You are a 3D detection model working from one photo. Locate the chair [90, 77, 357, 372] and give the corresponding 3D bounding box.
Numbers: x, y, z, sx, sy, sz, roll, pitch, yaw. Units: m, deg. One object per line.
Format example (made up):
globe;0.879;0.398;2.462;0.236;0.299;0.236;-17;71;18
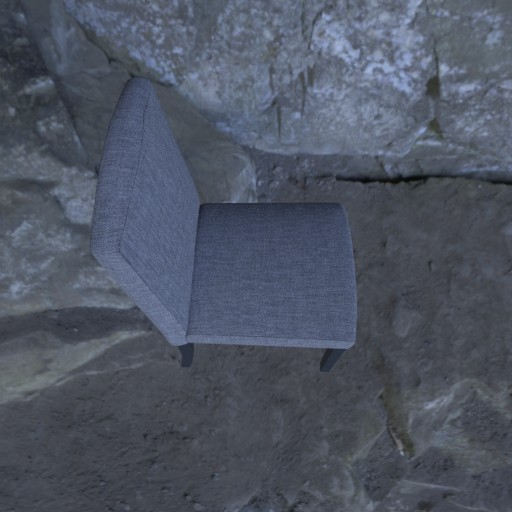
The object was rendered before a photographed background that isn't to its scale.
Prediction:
chair;0.000;0.000;1.243;0.580;0.917;0.451;1;62;1
